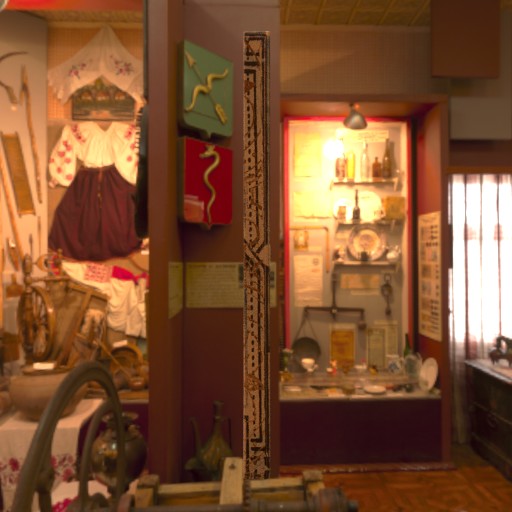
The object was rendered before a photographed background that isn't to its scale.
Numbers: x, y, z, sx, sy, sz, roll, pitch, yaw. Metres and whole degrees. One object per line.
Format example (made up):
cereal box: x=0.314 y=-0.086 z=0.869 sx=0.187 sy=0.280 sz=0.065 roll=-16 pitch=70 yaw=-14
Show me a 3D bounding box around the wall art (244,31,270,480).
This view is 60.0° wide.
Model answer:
wall art: x=0.000 y=0.000 z=0.903 sx=0.036 sy=0.607 sz=0.609 roll=0 pitch=0 yaw=0
